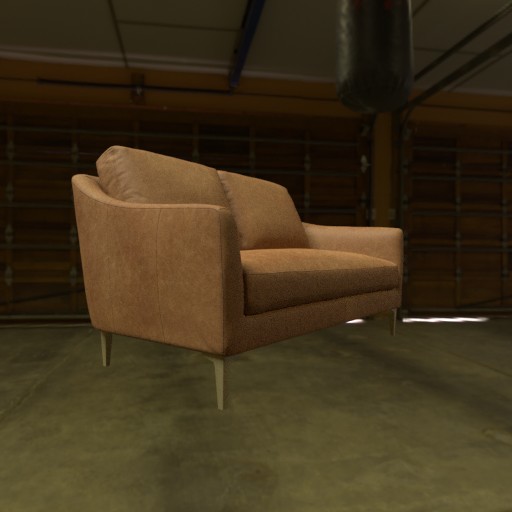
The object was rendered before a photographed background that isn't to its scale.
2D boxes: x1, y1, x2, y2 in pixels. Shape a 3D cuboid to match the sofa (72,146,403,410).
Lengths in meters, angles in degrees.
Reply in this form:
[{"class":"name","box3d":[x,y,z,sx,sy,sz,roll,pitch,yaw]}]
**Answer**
[{"class":"sofa","box3d":[0.000,0.000,2.158,0.960,0.902,1.619,0,0,36]}]
